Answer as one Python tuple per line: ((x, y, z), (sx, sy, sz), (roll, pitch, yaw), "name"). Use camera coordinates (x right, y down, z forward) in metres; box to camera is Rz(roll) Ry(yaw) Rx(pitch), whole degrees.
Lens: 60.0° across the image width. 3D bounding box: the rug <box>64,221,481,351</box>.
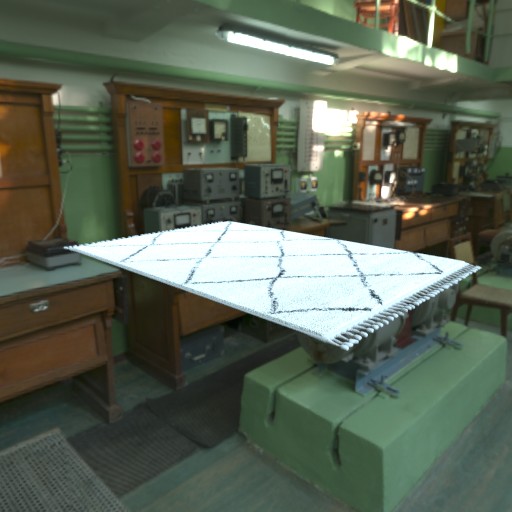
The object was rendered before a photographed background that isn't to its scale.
((0.000, 0.000, 2.858), (2.307, 0.031, 1.494), (13, 19, 42), "rug")
